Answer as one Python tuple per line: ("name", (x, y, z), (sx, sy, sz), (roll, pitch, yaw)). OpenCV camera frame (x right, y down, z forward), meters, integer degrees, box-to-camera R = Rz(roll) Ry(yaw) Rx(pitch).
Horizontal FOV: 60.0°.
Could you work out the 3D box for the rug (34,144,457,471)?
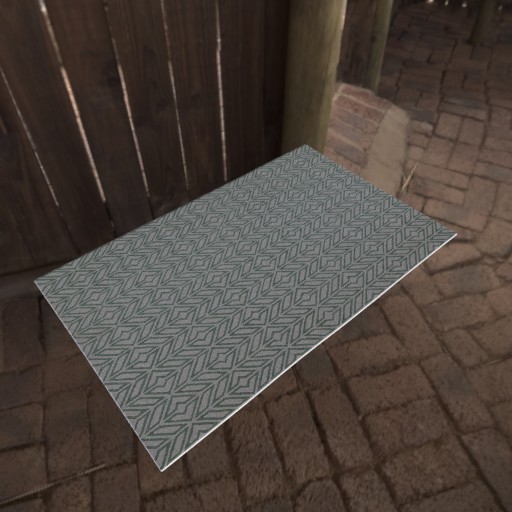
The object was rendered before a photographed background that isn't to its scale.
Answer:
("rug", (0.000, 0.000, 2.974), (2.435, 0.011, 1.517), (-32, 54, -27))
